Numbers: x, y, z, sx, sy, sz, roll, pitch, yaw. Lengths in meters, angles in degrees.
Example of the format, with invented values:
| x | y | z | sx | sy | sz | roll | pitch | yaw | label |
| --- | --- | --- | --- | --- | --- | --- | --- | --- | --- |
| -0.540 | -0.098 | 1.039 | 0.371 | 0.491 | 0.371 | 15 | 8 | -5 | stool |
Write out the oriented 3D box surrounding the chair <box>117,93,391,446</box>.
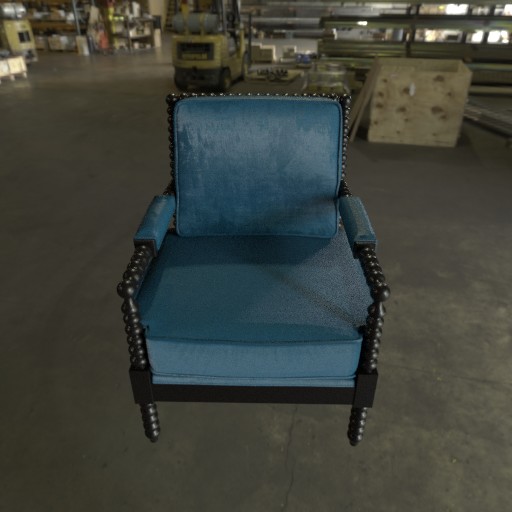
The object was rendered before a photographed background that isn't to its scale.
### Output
| x | y | z | sx | sy | sz | roll | pitch | yaw | label |
| --- | --- | --- | --- | --- | --- | --- | --- | --- | --- |
| 0.000 | 0.000 | 1.403 | 0.688 | 0.857 | 0.805 | 1 | 31 | 1 | chair |
